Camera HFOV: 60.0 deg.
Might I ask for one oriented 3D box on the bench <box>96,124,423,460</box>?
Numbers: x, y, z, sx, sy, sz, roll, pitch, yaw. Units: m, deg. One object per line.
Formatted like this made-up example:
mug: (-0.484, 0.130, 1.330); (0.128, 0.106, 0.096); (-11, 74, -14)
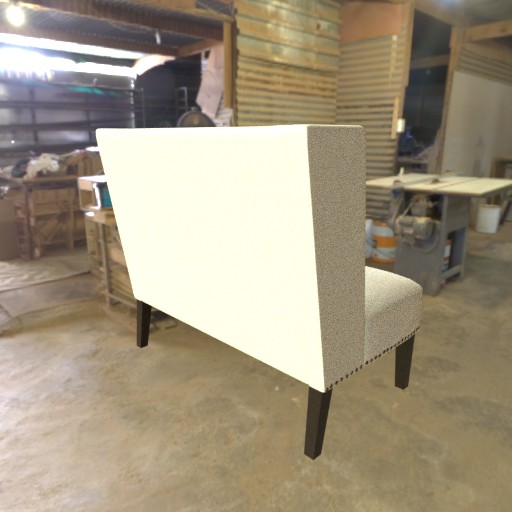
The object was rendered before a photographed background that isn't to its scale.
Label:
bench: (0.000, 0.000, 2.027); (0.847, 1.123, 1.280); (-14, 21, -42)
